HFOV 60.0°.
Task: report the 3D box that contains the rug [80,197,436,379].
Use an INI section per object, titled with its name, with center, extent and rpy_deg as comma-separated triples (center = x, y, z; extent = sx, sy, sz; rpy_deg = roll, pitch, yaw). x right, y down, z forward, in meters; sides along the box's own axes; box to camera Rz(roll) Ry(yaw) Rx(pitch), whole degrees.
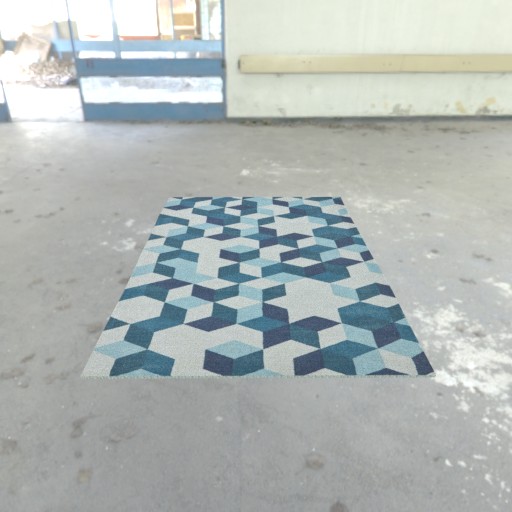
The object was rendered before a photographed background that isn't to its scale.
[rug]
center = 0.000, 0.000, 2.331
extent = 1.235, 0.014, 1.829
rpy_deg = 0, 27, 0
